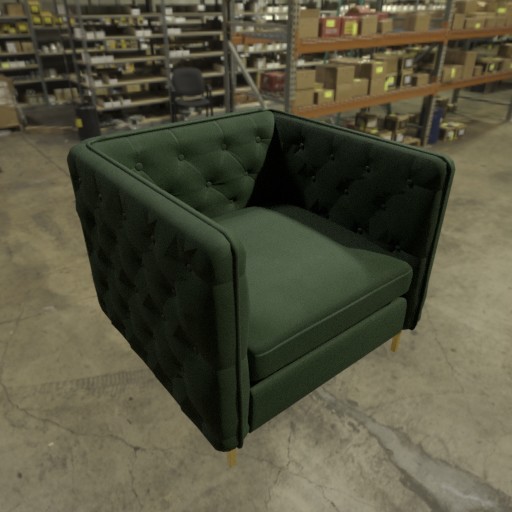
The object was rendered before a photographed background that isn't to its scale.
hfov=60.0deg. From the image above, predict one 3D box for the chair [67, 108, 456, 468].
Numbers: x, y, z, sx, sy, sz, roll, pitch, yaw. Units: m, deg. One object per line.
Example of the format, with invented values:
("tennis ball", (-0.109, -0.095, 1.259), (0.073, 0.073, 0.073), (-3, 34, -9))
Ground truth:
("chair", (0.000, 0.000, 1.521), (0.917, 0.768, 0.855), (-22, 37, -32))
